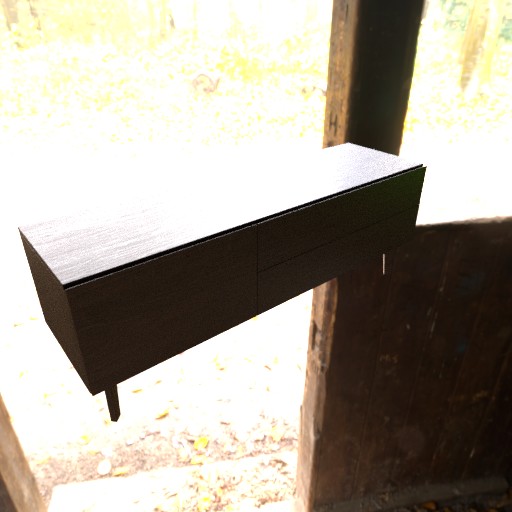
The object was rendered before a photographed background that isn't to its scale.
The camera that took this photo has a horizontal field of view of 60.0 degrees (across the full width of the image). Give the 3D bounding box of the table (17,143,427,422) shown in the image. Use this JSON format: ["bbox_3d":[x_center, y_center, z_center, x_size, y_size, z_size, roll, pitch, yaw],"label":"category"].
[{"bbox_3d":[0.000,0.000,1.613,1.397,0.508,0.405,-21,36,-33],"label":"table"}]
